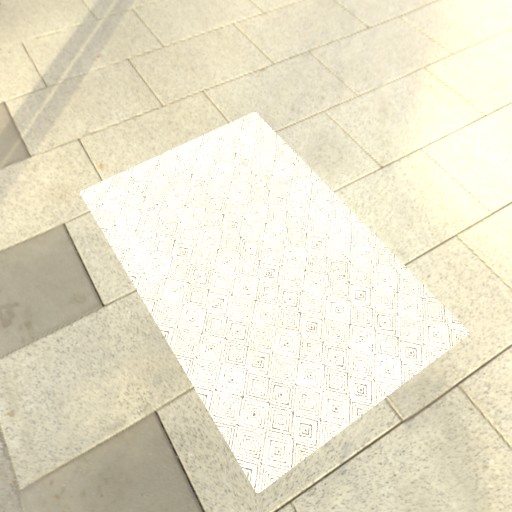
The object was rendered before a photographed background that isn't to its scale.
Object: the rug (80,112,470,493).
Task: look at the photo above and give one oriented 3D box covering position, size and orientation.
[{"bbox_3d":[0.000,0.000,2.252,1.175,0.008,1.783,-30,63,-17],"label":"rug"}]
